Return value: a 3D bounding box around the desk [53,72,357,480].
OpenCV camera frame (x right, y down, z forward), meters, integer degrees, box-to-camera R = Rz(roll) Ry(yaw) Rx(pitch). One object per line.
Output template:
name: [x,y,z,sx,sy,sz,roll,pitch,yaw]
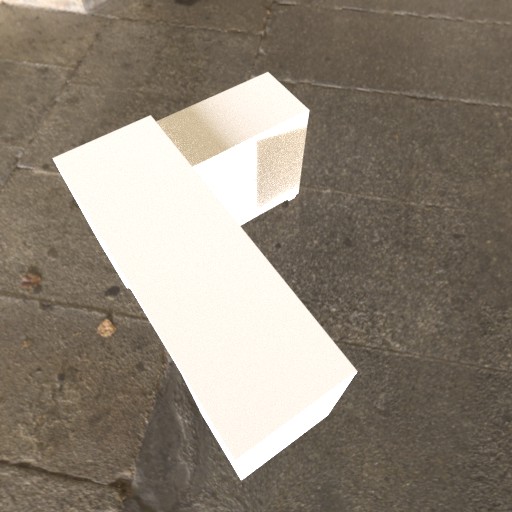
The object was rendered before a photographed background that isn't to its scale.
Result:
desk: [0.000,0.000,2.191,1.199,0.759,1.524,-30,64,-17]
